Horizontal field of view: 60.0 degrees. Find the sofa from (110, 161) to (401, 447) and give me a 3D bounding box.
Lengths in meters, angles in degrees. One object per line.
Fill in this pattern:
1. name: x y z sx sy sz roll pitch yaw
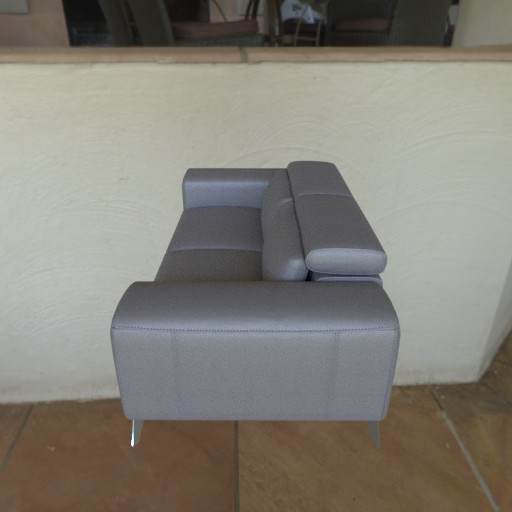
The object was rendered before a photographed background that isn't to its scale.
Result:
1. sofa: 0.000 0.000 2.431 1.024 0.753 1.930 0 27 0
